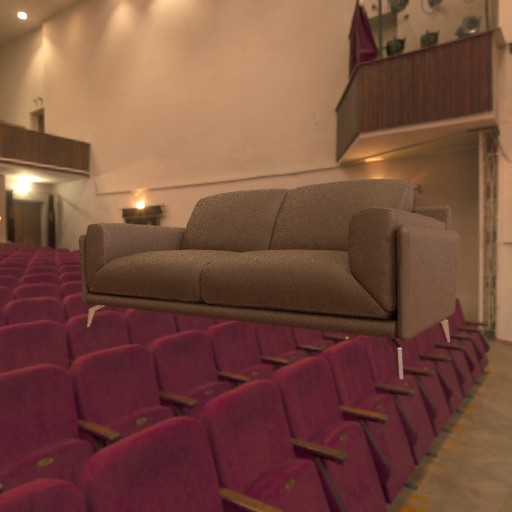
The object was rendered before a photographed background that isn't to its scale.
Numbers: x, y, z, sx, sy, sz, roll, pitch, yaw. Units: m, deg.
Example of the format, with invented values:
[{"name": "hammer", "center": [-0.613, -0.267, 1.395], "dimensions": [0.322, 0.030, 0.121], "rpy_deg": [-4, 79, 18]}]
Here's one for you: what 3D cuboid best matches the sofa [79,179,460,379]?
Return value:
[{"name": "sofa", "center": [0.000, 0.000, 2.674], "dimensions": [2.101, 0.930, 1.049], "rpy_deg": [1, 1, 35]}]
